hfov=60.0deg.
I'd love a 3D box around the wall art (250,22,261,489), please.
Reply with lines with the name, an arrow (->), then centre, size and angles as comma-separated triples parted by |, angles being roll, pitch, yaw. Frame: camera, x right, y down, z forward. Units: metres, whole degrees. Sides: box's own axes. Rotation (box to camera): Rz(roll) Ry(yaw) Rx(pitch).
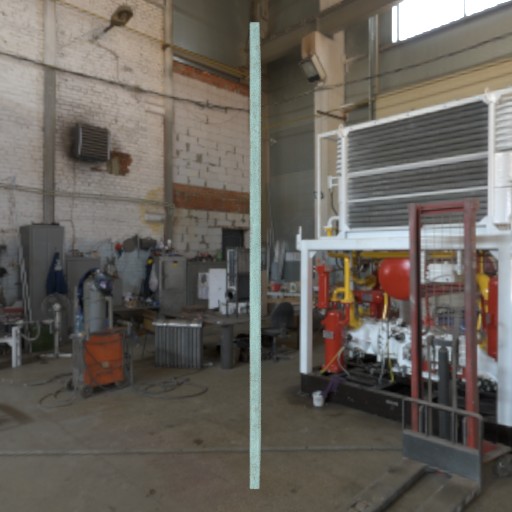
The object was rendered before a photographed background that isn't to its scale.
wall art -> 0.000, 0.000, 1.321 | 0.025, 1.219, 0.329 | 0, 0, 1
